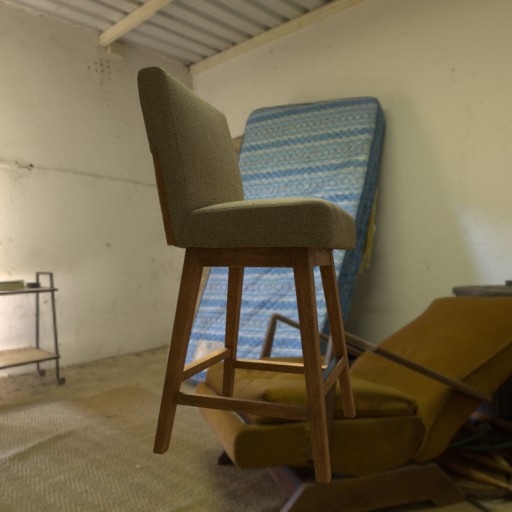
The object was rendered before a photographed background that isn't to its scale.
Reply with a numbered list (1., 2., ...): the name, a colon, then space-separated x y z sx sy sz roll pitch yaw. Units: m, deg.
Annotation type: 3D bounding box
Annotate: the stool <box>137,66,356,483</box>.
1. stool: 0.000 0.000 1.282 0.526 1.010 0.459 0 0 20
